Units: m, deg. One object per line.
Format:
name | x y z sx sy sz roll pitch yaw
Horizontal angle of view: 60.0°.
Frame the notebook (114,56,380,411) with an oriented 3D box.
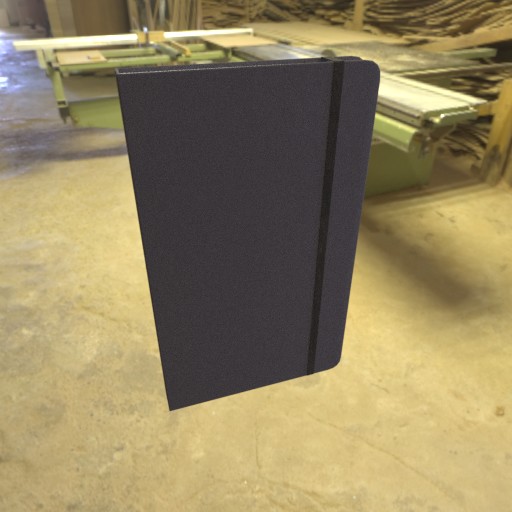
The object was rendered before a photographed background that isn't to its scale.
notebook | 0.000 0.000 0.263 0.127 0.213 0.016 -10 34 -15
